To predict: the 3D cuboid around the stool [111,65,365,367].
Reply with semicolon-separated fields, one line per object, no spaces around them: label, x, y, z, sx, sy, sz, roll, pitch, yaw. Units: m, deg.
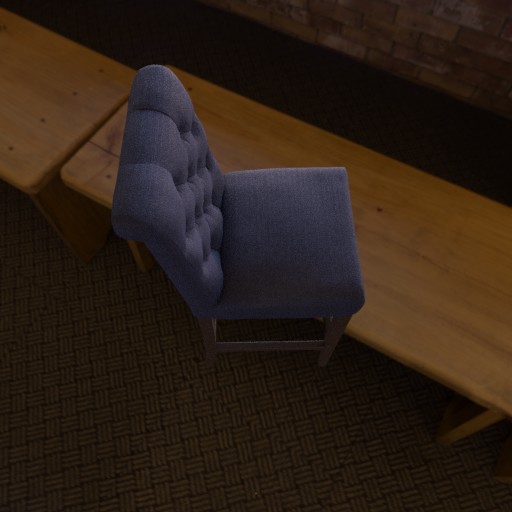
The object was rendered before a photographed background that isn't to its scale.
stool;0.000;0.000;1.459;0.601;1.140;0.493;-1;62;-1
